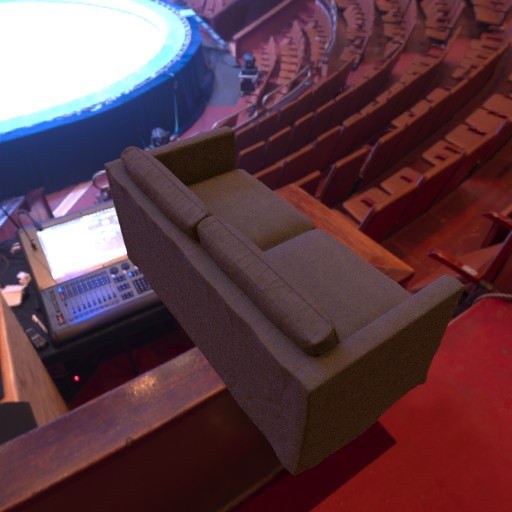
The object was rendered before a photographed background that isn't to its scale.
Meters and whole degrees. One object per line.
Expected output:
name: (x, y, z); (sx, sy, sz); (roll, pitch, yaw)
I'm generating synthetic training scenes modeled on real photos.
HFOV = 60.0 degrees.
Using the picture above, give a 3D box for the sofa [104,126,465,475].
sofa: (0.000, 0.000, 2.536); (0.953, 0.855, 1.982); (-25, 48, -26)
